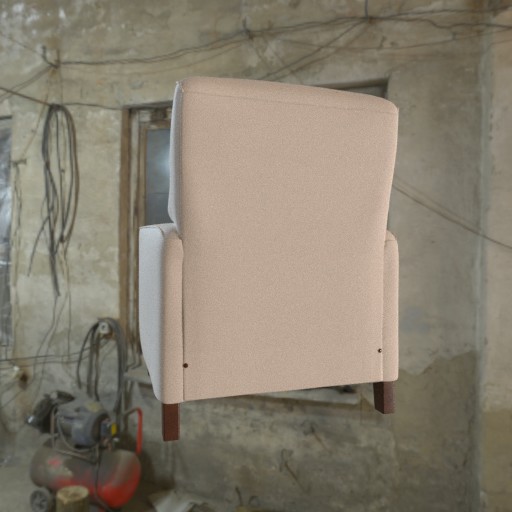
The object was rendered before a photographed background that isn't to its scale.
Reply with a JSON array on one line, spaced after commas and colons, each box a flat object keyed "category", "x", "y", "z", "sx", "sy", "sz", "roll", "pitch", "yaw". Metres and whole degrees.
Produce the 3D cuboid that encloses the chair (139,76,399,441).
[{"category": "chair", "x": 0.000, "y": 0.000, "z": 1.665, "sx": 0.841, "sy": 1.028, "sz": 0.858, "roll": 0, "pitch": 1, "yaw": -17}]
